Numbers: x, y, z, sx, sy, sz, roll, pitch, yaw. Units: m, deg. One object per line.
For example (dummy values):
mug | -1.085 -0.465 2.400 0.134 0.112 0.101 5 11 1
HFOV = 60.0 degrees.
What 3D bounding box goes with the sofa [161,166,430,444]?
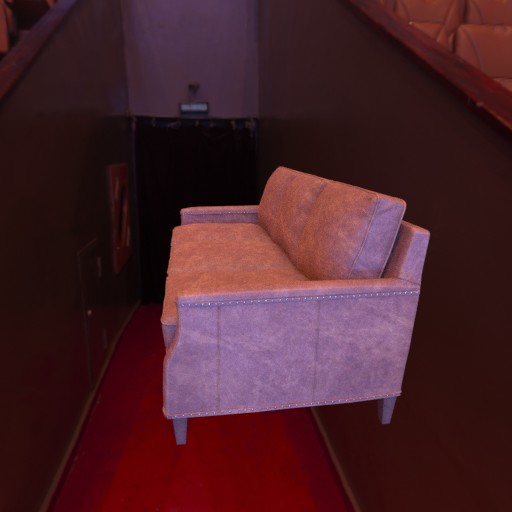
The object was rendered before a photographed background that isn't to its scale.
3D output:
sofa | 0.000 0.000 2.782 1.084 1.003 2.246 -2 15 -9
